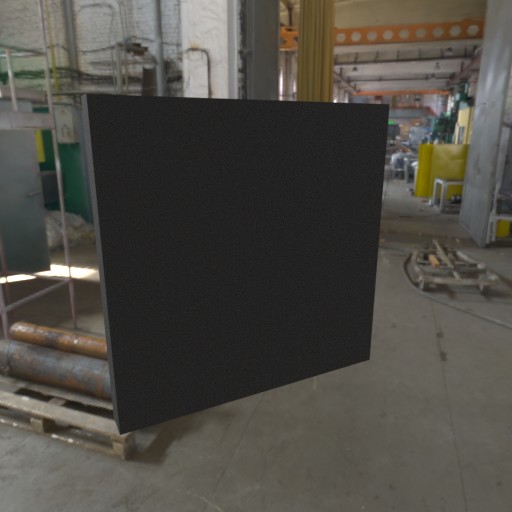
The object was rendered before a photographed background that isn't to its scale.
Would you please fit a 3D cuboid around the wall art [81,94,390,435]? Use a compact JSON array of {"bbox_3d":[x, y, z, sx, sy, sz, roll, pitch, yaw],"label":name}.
[{"bbox_3d":[0.000,0.000,0.461,0.308,0.305,0.030,-8,18,-27],"label":"wall art"}]
